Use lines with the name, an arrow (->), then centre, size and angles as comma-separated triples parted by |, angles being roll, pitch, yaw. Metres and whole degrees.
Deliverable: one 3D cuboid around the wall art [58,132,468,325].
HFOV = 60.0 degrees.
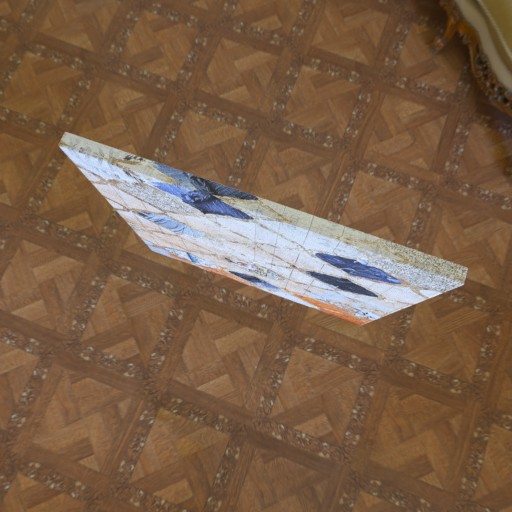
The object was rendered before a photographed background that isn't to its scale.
wall art -> 0.000, 0.000, 1.378 | 0.912, 0.914, 0.039 | 19, 77, 5
